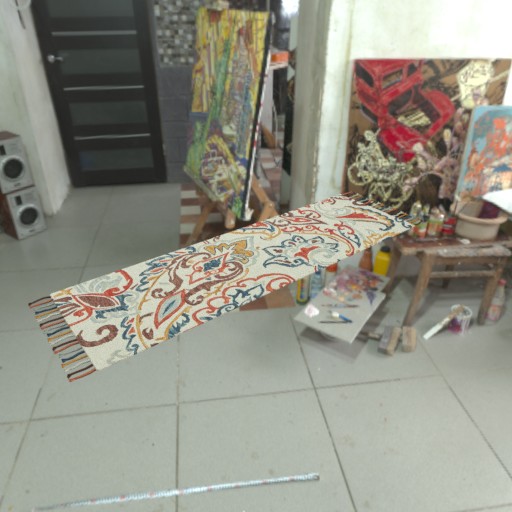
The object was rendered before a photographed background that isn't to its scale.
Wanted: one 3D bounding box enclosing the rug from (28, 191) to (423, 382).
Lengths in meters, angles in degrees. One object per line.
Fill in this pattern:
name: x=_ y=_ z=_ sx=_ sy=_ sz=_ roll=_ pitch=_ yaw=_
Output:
rug: x=0.000 y=0.000 z=2.949 sx=2.682 sy=0.015 sz=0.763 roll=-21 pitch=37 yaw=-32
